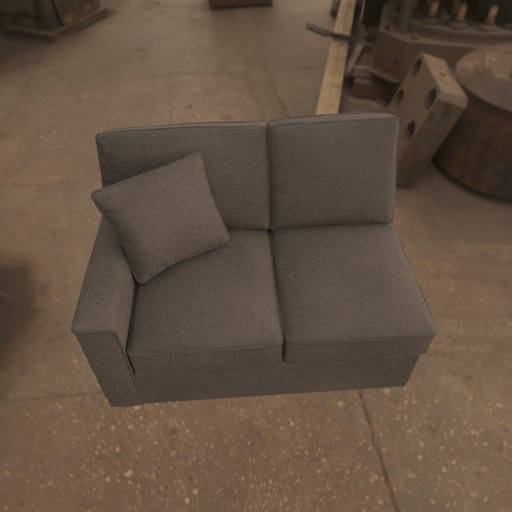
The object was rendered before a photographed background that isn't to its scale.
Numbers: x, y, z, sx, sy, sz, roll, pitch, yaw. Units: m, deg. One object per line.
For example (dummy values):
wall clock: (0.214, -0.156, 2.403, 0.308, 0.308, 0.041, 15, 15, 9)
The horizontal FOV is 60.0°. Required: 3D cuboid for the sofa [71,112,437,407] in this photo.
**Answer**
sofa: (0.000, 0.000, 2.029, 1.388, 0.989, 0.991, -3, 45, -3)
